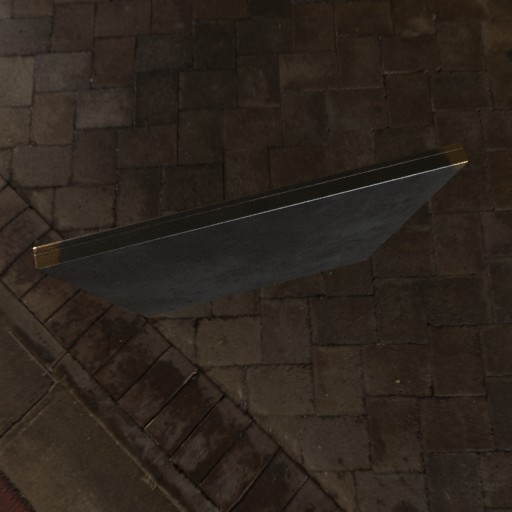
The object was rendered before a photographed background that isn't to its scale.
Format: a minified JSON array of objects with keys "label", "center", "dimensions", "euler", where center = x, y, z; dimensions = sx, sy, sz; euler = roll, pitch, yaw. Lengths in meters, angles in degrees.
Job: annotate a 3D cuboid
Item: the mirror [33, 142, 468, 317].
[{"label":"mirror","center":[0.000,0.000,0.565],"dimensions":[0.382,0.381,0.020],"euler":[-14,77,-3]}]
